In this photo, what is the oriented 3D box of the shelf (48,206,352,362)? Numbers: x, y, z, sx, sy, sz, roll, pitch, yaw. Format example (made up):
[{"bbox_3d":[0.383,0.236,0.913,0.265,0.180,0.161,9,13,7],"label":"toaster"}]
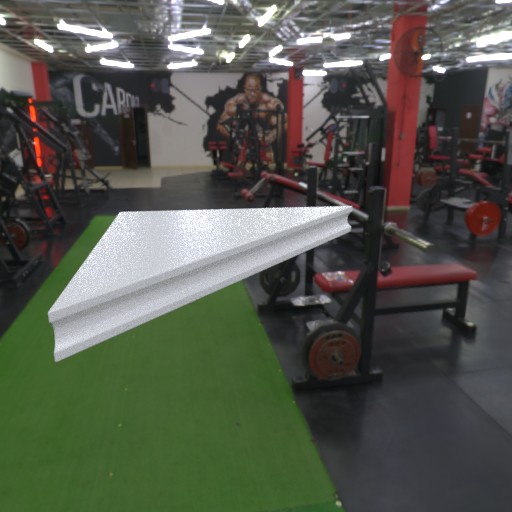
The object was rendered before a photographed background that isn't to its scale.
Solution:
[{"bbox_3d":[0.000,0.000,0.428,0.296,0.035,0.296,-2,17,-8],"label":"shelf"}]
